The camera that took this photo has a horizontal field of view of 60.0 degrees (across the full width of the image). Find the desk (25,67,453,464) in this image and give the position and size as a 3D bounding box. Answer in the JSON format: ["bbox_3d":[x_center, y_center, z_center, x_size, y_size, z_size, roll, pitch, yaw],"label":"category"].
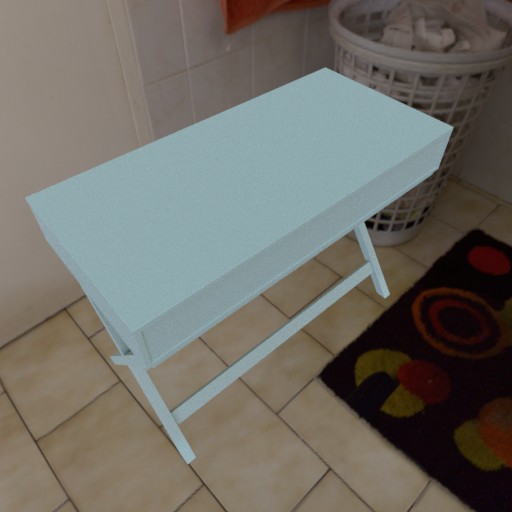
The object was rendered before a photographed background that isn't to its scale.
[{"bbox_3d":[0.000,0.000,1.469,1.057,0.780,0.525,-33,56,-26],"label":"desk"}]
